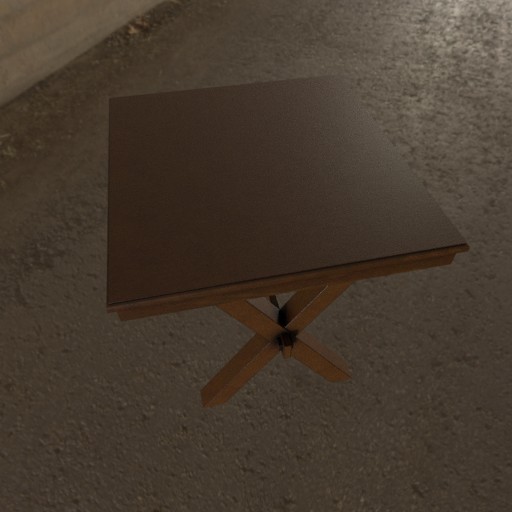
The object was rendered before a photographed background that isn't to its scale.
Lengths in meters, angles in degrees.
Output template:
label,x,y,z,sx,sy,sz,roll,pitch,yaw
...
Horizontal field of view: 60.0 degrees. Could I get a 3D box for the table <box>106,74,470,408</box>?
label,x,y,z,sx,sy,sz,roll,pitch,yaw
table,0.000,0.000,1.060,0.560,0.562,0.602,-9,48,-8
